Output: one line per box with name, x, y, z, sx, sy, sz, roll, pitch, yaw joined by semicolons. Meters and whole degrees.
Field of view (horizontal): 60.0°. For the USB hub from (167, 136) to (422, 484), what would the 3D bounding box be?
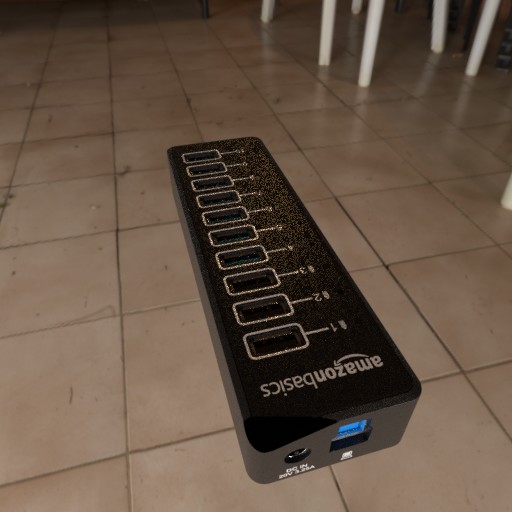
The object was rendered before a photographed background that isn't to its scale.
USB hub;0.000;0.000;0.160;0.044;0.023;0.145;-11;42;-12
